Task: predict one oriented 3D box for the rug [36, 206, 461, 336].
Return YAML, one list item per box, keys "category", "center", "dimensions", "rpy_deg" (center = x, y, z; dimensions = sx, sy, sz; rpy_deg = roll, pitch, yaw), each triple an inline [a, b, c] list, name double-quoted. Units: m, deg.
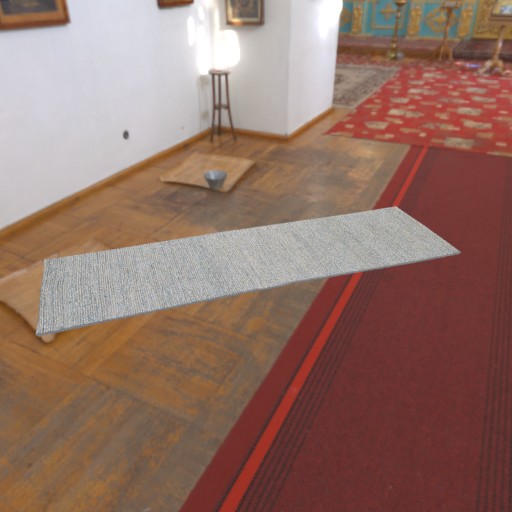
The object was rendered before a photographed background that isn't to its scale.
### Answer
- category: "rug"
  center: [0.000, 0.000, 2.584]
  dimensions: [2.341, 0.037, 0.675]
  rpy_deg: [-10, 32, -15]
